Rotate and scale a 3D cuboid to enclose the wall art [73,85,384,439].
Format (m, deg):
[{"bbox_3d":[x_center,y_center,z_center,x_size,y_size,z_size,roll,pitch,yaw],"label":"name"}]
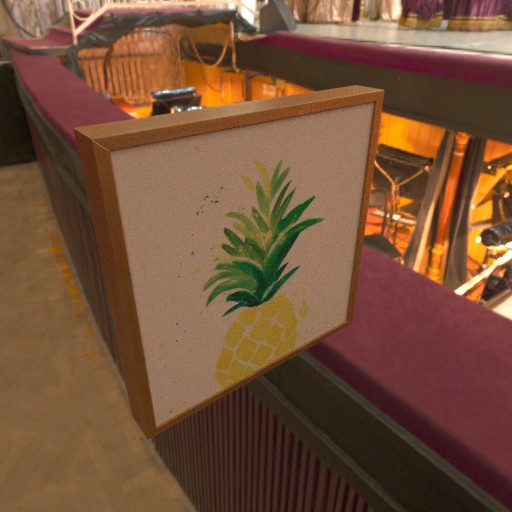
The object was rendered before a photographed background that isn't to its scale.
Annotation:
[{"bbox_3d":[0.000,0.000,0.466,0.306,0.305,0.038,-21,36,-32],"label":"wall art"}]
